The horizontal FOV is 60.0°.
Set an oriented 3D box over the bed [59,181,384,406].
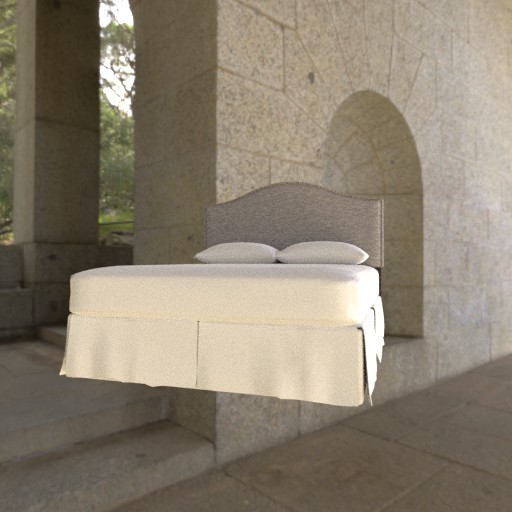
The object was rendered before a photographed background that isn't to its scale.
[{"bbox_3d":[0.000,0.000,2.959,1.610,1.295,1.870,0,-1,18],"label":"bed"}]
